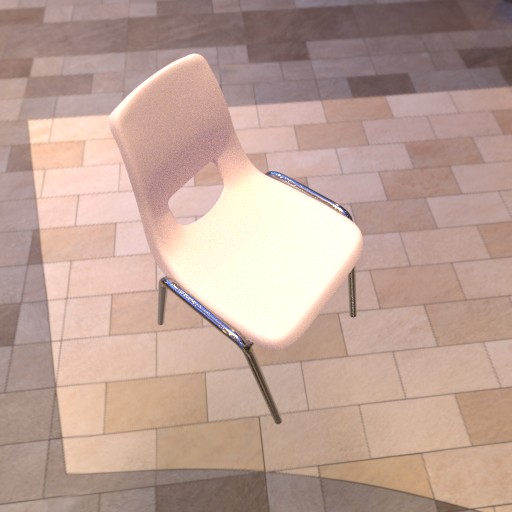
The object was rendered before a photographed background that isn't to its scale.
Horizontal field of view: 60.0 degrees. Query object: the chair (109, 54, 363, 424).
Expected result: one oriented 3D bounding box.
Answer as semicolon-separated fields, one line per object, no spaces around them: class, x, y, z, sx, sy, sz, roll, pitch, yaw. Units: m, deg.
chair;0.000;0.000;0.949;0.436;0.704;0.381;33;64;18
